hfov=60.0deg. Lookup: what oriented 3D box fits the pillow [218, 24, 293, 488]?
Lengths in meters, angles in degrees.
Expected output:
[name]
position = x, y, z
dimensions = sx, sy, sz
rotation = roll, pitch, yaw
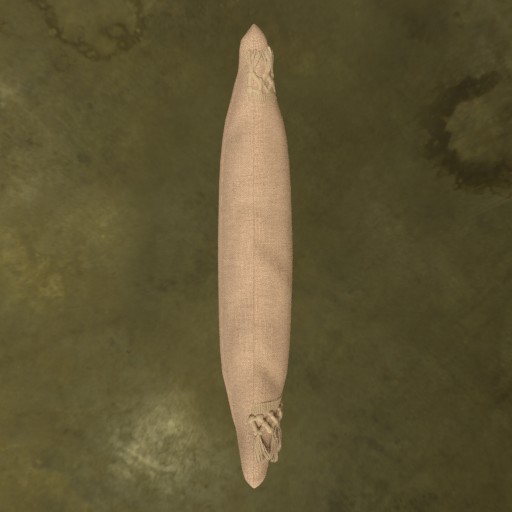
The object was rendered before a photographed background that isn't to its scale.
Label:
[pillow]
position = 0.000, 0.000, 0.586
dimensions = 0.084, 0.305, 0.466
rotation = 0, 90, 0
